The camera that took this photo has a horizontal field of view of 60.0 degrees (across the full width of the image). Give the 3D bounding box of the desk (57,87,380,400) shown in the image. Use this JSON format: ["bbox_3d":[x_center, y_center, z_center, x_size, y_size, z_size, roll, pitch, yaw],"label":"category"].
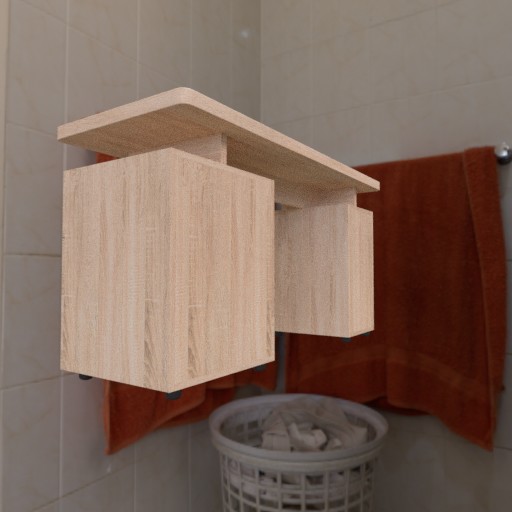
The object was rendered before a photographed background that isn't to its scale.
[{"bbox_3d":[0.000,0.000,1.773,0.550,0.760,1.400,-1,-3,34],"label":"desk"}]
